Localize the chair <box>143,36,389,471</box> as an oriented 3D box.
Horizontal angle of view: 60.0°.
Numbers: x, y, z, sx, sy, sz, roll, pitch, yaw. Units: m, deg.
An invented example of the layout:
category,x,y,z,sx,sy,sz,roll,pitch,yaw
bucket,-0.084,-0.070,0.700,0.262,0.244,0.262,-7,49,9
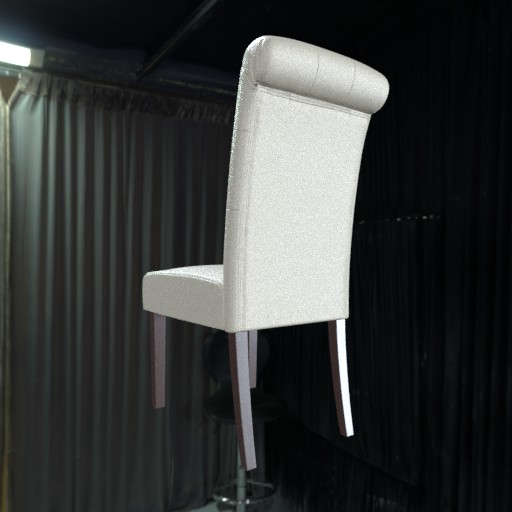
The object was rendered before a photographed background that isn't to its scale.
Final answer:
category,x,y,z,sx,sy,sz,roll,pitch,yaw
chair,0.000,0.000,1.325,0.456,1.006,0.671,-1,1,-35
